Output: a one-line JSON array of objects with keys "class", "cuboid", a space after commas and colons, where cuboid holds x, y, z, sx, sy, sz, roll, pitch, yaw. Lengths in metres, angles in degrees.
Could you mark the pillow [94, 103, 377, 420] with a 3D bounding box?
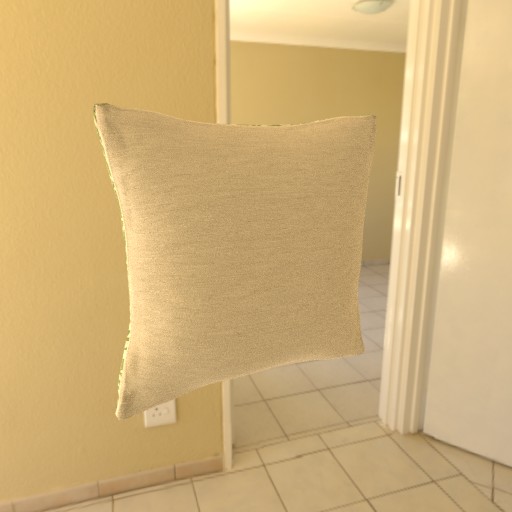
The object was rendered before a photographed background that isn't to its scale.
[{"class": "pillow", "cuboid": [0.000, 0.000, 0.665, 0.440, 0.419, 0.162, -7, 16, -26]}]
